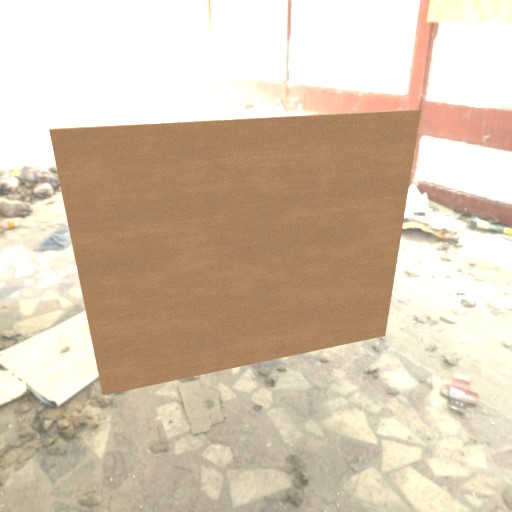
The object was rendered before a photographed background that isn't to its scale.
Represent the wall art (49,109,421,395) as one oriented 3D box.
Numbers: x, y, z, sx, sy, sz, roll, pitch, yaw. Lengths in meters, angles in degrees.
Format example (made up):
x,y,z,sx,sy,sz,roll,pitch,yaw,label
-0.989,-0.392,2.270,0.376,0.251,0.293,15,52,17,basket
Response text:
x,y,z,sx,sy,sz,roll,pitch,yaw,label
0.000,0.000,0.678,0.508,0.408,0.010,-8,28,-16,wall art
